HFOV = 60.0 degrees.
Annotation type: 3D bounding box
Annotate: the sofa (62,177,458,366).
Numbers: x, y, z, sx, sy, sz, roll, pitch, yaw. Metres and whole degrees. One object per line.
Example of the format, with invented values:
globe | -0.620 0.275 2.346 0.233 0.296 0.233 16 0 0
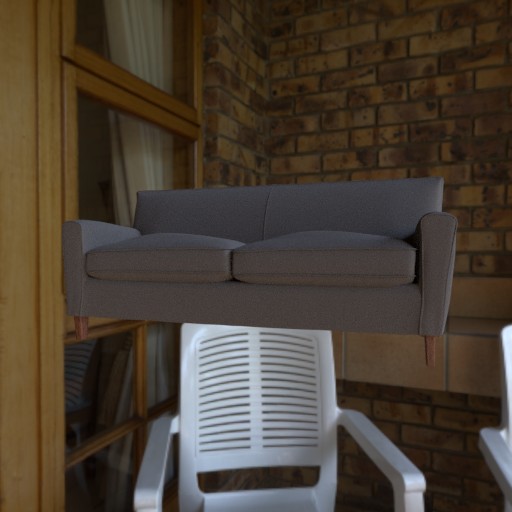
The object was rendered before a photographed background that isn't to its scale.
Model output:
sofa | 0.000 0.000 2.465 2.002 0.907 0.843 0 1 18
